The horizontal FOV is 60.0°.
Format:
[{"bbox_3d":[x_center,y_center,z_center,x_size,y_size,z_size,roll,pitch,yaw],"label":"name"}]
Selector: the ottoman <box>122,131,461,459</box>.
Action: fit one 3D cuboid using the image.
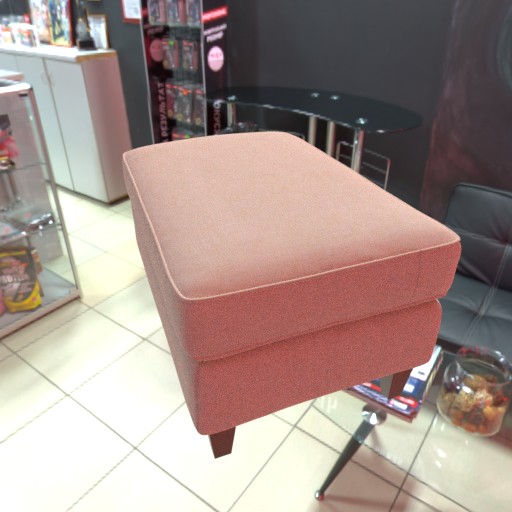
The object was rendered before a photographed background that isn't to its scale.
[{"bbox_3d":[0.000,0.000,1.211,0.583,0.484,0.862,-11,33,-18],"label":"ottoman"}]
